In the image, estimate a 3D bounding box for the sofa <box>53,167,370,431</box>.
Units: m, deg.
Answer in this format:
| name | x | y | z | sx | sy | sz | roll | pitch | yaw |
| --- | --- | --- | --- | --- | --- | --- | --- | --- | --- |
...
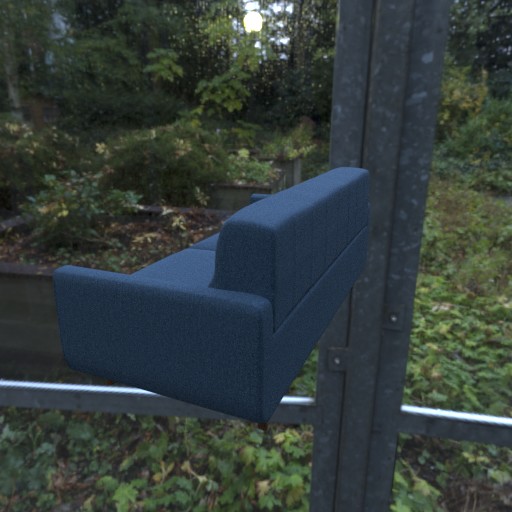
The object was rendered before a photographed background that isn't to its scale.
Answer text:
| name | x | y | z | sx | sy | sz | roll | pitch | yaw |
| --- | --- | --- | --- | --- | --- | --- | --- | --- | --- |
| sofa | 0.000 | 0.000 | 2.552 | 0.942 | 0.884 | 2.055 | 8 | 19 | 22 |
